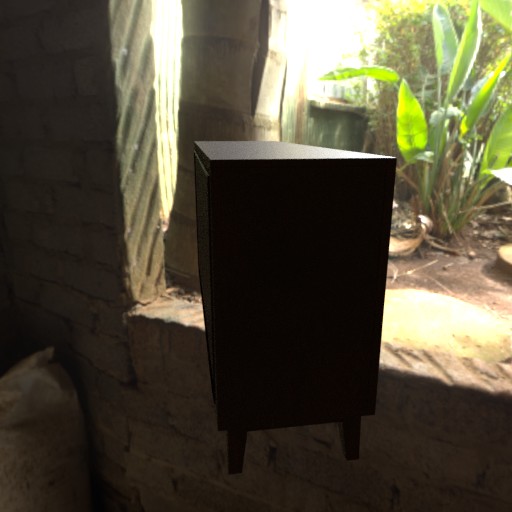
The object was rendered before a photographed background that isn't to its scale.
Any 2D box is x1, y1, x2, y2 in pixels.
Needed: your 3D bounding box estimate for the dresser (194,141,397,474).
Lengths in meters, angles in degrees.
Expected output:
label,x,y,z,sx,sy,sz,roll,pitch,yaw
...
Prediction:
label,x,y,z,sx,sy,sz,roll,pitch,yaw
dresser,0.000,0.000,2.022,0.499,0.971,1.609,-3,16,-9
